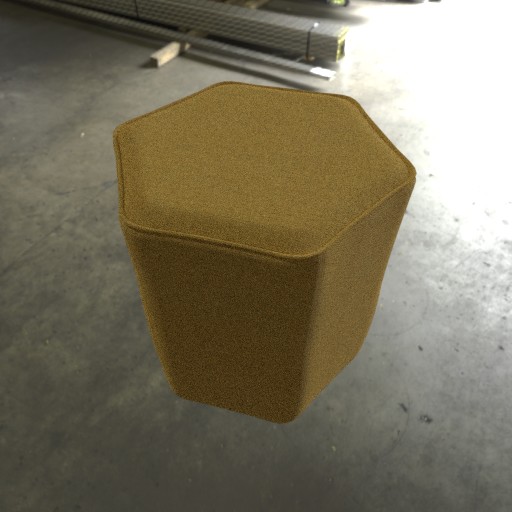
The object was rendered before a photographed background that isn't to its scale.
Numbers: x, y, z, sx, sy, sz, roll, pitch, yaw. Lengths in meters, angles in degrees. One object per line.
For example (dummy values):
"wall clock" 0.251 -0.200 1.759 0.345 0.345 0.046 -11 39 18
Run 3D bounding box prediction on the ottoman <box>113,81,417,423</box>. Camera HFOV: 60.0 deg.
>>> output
"ottoman" 0.000 0.000 0.864 0.494 0.502 0.443 11 47 10
